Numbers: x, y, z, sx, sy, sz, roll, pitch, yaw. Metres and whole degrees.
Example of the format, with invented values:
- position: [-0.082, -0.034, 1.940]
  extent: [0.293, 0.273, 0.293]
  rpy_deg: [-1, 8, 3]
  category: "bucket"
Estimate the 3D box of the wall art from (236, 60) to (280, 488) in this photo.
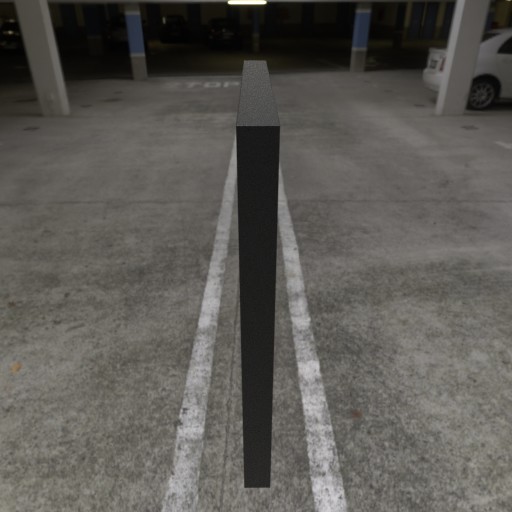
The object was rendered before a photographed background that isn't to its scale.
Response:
- position: [0.000, 0.000, 0.515]
  extent: [0.028, 0.380, 0.325]
  rpy_deg: [0, 30, 0]
  category: "wall art"
